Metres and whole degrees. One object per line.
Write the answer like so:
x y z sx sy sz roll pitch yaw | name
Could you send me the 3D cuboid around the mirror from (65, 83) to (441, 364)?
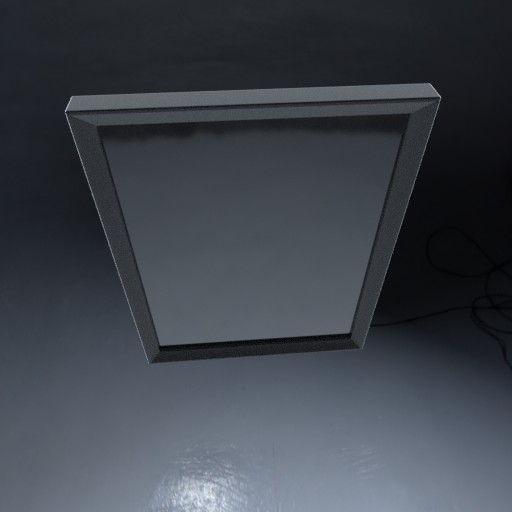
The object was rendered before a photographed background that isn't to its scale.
0.000 0.000 0.673 0.406 0.509 0.041 -3 46 -3 | mirror
